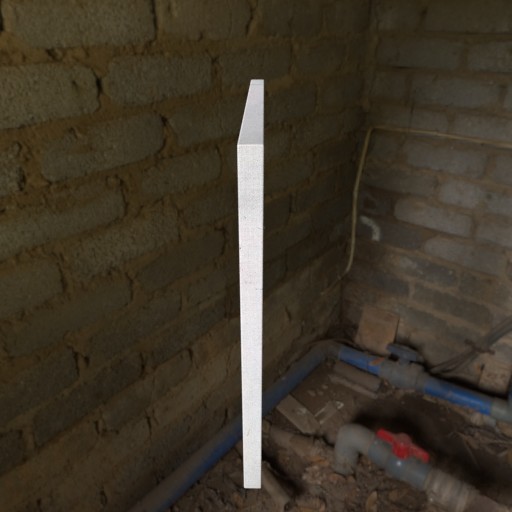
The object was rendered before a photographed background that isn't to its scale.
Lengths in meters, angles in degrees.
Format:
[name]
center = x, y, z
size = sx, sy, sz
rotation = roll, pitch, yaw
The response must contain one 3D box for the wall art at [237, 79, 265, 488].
[wall art]
center = 0.000, 0.000, 1.139
size = 0.041, 0.762, 0.762
rotation = 0, 28, 1
